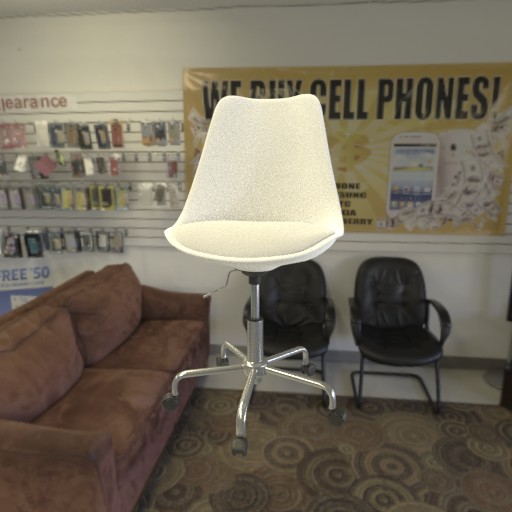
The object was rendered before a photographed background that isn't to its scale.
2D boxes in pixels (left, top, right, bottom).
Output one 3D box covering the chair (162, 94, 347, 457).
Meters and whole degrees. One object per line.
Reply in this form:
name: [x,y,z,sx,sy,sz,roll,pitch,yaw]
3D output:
chair: [0.000,0.000,1.269,0.550,0.930,0.550,2,13,10]
